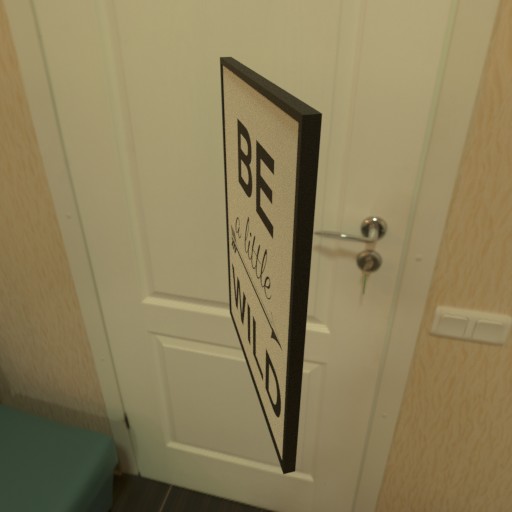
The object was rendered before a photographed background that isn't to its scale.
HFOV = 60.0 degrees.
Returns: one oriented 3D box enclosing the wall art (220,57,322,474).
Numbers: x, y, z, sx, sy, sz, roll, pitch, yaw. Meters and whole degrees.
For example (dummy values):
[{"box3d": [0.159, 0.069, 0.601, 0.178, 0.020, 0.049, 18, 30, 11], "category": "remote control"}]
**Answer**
[{"box3d": [0.000, 0.000, 1.401, 0.038, 1.062, 0.806, -8, 32, -12], "category": "wall art"}]
